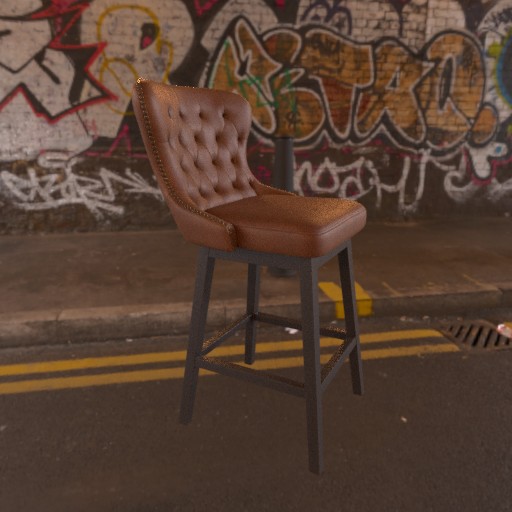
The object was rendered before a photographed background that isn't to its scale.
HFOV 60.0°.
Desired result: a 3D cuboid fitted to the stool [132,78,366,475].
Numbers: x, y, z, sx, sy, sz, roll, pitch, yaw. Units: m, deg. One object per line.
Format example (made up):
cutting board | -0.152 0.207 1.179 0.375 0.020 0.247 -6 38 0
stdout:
stool | 0.000 0.000 1.304 0.593 0.971 0.528 8 18 27
